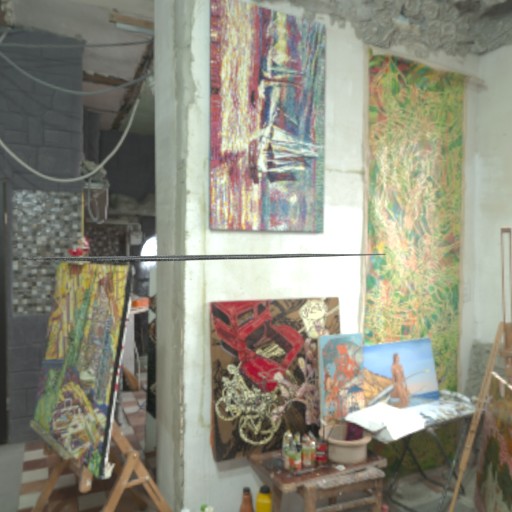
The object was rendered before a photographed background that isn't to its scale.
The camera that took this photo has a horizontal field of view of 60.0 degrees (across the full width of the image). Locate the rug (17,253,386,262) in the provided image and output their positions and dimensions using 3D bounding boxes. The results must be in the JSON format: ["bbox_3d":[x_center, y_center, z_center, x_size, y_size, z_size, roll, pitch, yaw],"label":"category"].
[{"bbox_3d":[0.000,0.000,2.645,0.760,0.012,2.434,1,1,35],"label":"rug"}]
